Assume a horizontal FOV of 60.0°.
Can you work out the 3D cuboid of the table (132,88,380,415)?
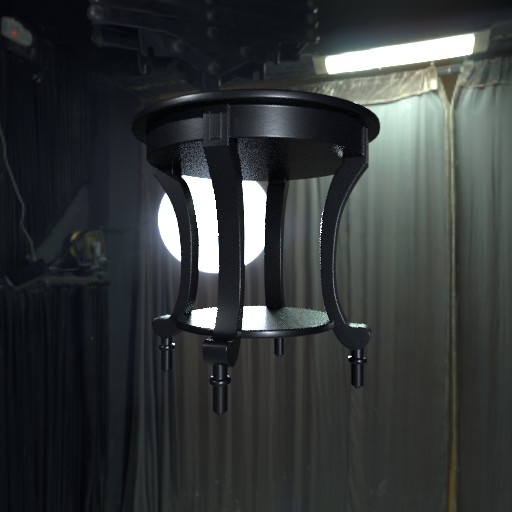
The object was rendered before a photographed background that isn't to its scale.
[{"bbox_3d":[0.000,0.000,1.109,0.597,0.618,0.597,0,1,0],"label":"table"}]
